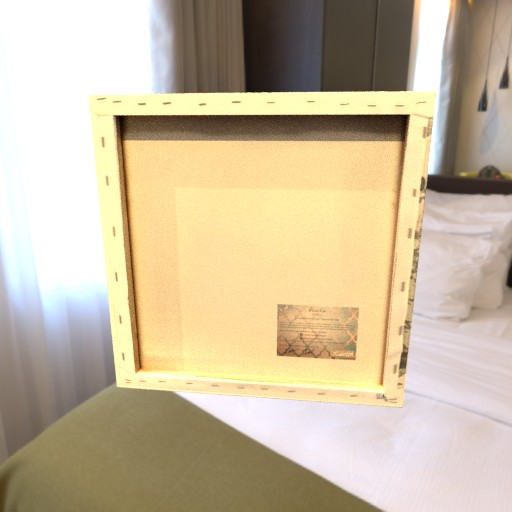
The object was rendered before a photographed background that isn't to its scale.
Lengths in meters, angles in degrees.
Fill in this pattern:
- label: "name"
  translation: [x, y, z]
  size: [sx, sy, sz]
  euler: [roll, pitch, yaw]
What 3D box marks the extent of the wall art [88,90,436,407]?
- label: "wall art"
  translation: [0.000, 0.000, 0.594]
  size: [0.411, 0.410, 0.038]
  euler: [2, 16, 7]
